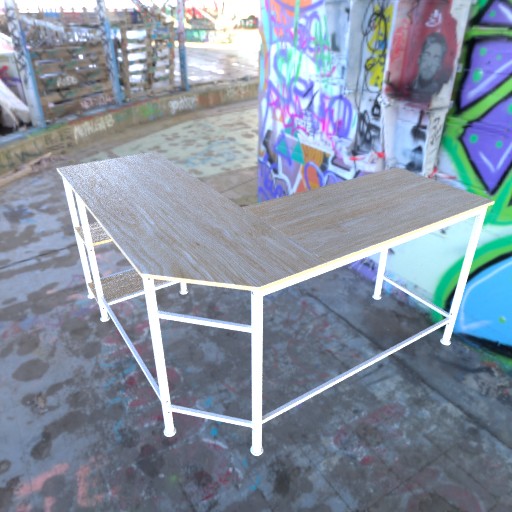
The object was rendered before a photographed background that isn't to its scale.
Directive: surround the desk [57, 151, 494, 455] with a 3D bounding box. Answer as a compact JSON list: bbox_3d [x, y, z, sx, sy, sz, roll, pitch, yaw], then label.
[{"bbox_3d":[0.000,0.000,2.131,1.379,0.739,1.379,-18,35,-28],"label":"desk"}]
